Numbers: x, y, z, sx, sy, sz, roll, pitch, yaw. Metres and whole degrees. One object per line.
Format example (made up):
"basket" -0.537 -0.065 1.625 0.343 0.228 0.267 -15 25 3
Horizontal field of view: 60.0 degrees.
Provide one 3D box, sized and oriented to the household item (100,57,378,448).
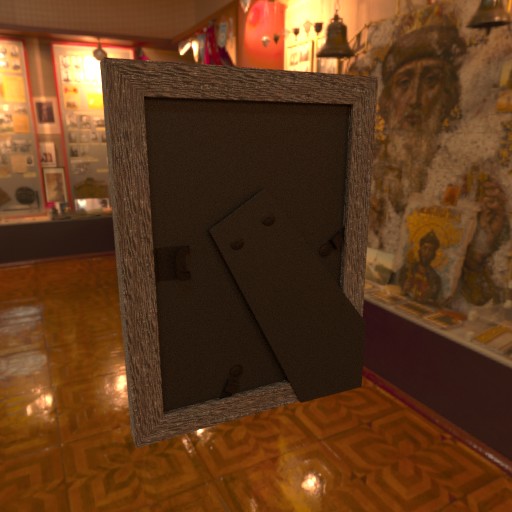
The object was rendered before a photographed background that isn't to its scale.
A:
"household item" 0.000 0.000 0.269 0.160 0.210 0.020 -7 17 -25
